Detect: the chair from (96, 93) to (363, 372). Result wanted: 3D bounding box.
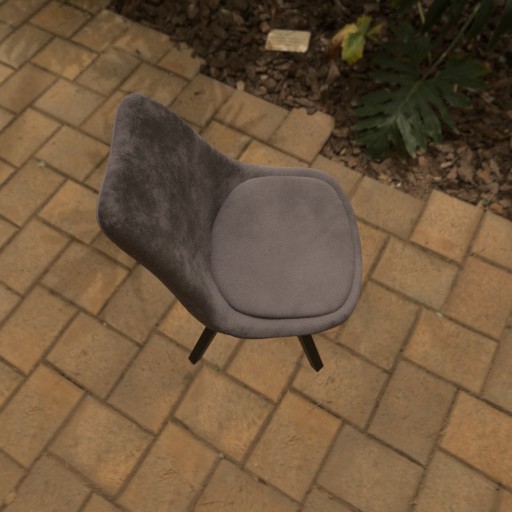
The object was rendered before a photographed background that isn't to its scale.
[{"bbox_3d":[0.000,0.000,1.179,0.550,0.850,0.485,2,65,1],"label":"chair"}]
